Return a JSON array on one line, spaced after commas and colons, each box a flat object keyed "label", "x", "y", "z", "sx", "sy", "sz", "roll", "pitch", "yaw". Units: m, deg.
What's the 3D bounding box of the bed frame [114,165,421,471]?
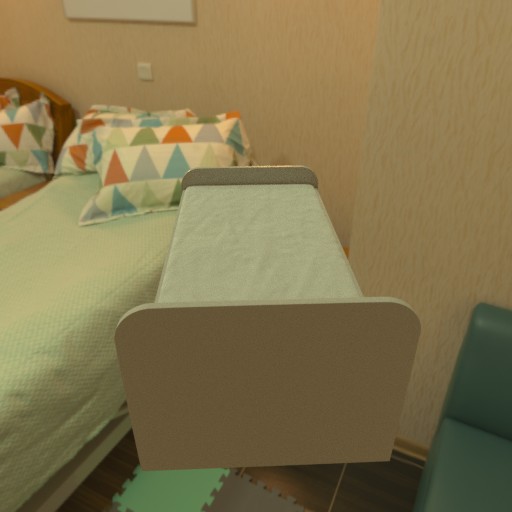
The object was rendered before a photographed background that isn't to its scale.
[{"label": "bed frame", "x": 0.000, "y": 0.000, "z": 2.420, "sx": 0.998, "sy": 0.805, "sz": 1.963, "roll": -1, "pitch": 31, "yaw": -2}]
